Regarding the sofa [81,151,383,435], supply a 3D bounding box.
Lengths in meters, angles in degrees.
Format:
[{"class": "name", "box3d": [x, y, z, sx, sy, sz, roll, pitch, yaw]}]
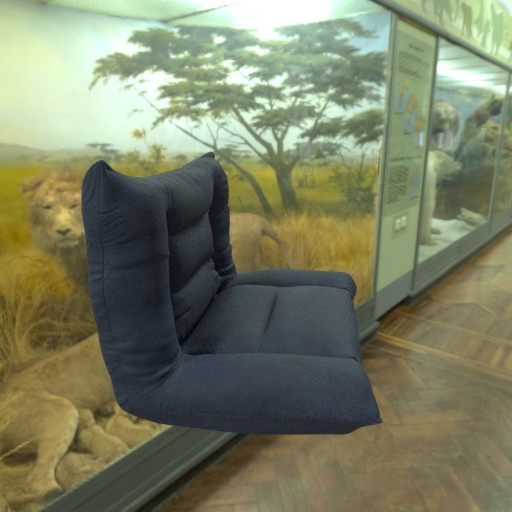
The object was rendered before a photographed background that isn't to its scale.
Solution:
[{"class": "sofa", "box3d": [0.000, 0.000, 1.682, 0.849, 0.778, 1.122, 2, 16, 8]}]
